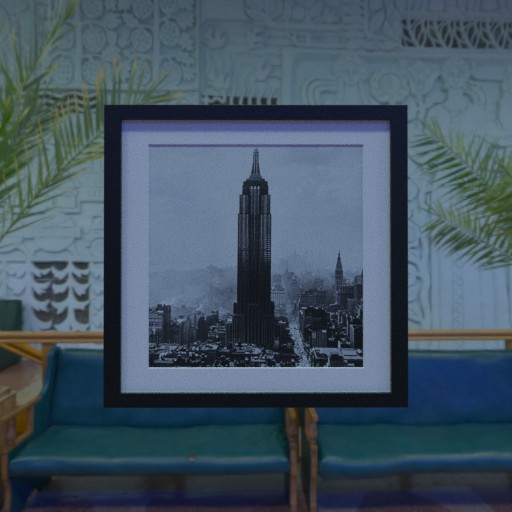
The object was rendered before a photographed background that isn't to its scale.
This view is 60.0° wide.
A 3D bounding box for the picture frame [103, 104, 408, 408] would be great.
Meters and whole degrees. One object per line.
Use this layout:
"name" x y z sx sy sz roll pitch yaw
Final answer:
"picture frame" 0.000 0.000 0.828 0.559 0.557 0.029 0 0 0
